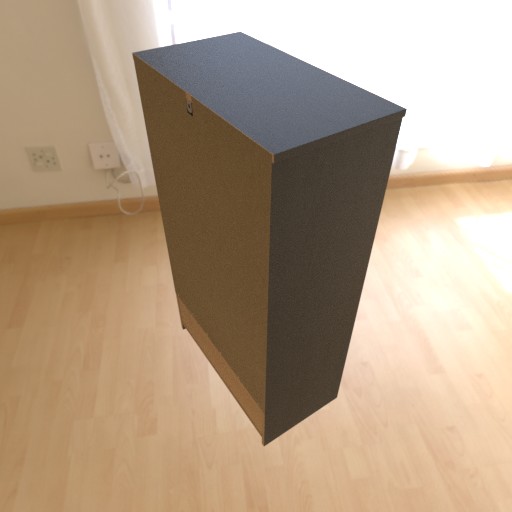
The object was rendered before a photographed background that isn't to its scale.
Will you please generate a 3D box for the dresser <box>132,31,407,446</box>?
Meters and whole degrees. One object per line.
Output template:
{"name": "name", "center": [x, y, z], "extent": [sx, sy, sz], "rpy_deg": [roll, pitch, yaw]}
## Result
{"name": "dresser", "center": [0.000, 0.000, 1.568], "extent": [0.399, 1.255, 0.704], "rpy_deg": [-24, 48, -24]}
